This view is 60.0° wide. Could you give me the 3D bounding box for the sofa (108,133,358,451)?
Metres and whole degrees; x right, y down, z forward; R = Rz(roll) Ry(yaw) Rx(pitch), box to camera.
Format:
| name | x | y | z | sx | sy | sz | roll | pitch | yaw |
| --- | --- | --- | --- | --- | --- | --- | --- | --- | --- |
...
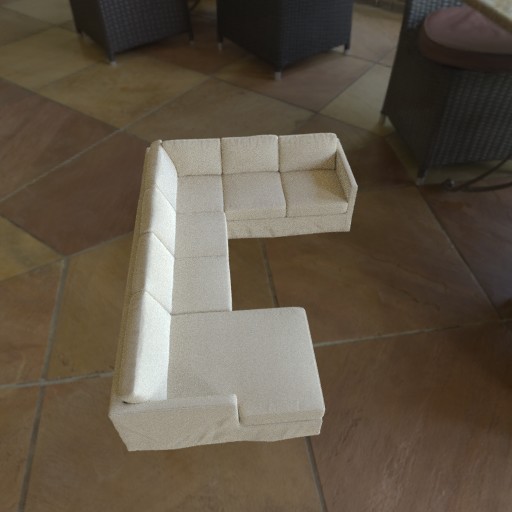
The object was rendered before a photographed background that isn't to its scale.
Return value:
| name | x | y | z | sx | sy | sz | roll | pitch | yaw |
| --- | --- | --- | --- | --- | --- | --- | --- | --- | --- |
| sofa | 0.000 | 0.000 | 4.555 | 2.448 | 0.882 | 3.464 | -4 | 47 | -4 |
